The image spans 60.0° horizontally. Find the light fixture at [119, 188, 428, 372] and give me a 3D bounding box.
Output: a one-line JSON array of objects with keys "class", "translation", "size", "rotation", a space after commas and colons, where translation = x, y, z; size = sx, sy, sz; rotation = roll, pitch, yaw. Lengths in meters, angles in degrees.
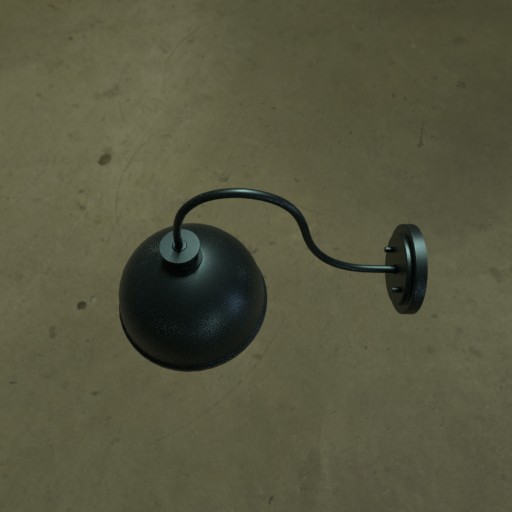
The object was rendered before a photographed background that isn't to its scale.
[{"class": "light fixture", "translation": [0.000, 0.000, 0.641], "size": [0.467, 0.295, 0.253], "rotation": [0, 59, 0]}]
